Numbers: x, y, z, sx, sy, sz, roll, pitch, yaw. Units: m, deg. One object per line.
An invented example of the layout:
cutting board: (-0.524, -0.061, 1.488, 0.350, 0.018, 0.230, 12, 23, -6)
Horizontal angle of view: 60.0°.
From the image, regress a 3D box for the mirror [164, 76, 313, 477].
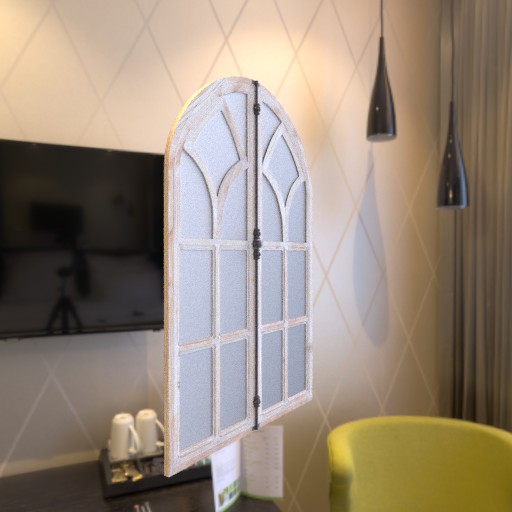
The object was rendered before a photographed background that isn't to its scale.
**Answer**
mirror: (0.000, 0.000, 1.162, 0.032, 0.915, 0.609, 0, 0, 36)
